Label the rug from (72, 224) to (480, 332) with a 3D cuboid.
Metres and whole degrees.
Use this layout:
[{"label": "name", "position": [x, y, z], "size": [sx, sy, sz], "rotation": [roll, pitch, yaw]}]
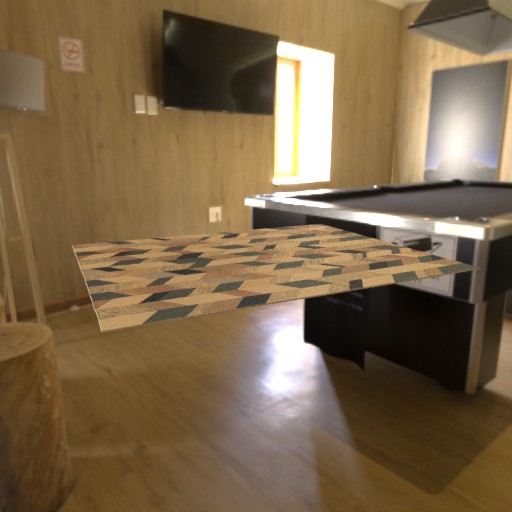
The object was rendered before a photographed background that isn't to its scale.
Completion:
[{"label": "rug", "position": [0.000, 0.000, 4.181], "size": [3.072, 0.011, 2.451], "rotation": [-7, 15, -25]}]
